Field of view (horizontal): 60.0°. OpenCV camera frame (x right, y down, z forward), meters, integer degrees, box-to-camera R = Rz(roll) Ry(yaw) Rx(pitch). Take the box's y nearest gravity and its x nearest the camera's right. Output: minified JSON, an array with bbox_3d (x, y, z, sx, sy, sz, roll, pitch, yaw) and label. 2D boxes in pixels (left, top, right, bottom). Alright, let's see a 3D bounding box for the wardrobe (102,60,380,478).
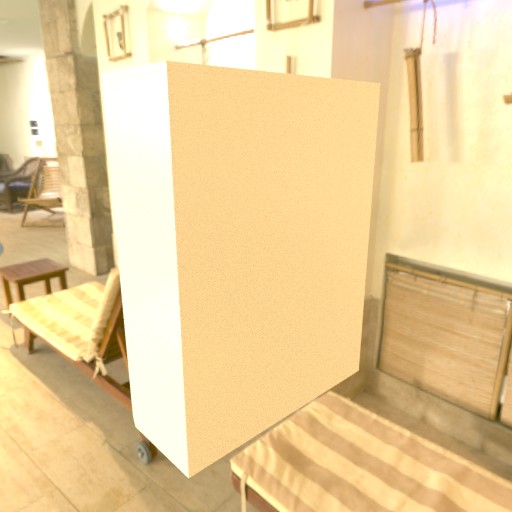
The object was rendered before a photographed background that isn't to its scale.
[{"bbox_3d":[0.000,0.000,1.609,0.900,1.200,0.360,-15,22,-41],"label":"wardrobe"}]
